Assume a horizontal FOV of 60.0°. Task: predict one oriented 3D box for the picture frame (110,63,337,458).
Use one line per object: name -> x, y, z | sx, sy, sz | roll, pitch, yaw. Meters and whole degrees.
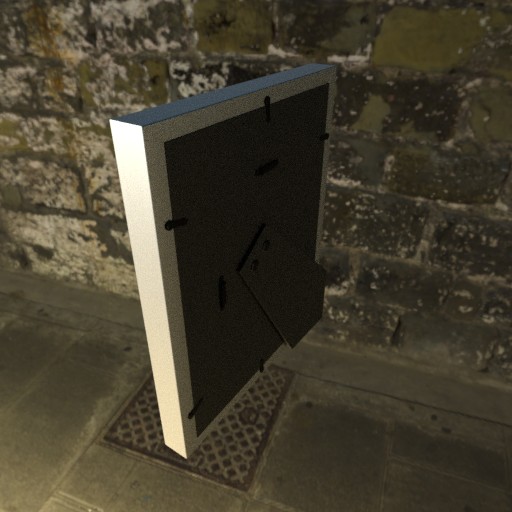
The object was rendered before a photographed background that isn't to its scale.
picture frame -> 0.000, 0.000, 0.388 | 0.036, 0.282, 0.233 | 20, 37, 28
